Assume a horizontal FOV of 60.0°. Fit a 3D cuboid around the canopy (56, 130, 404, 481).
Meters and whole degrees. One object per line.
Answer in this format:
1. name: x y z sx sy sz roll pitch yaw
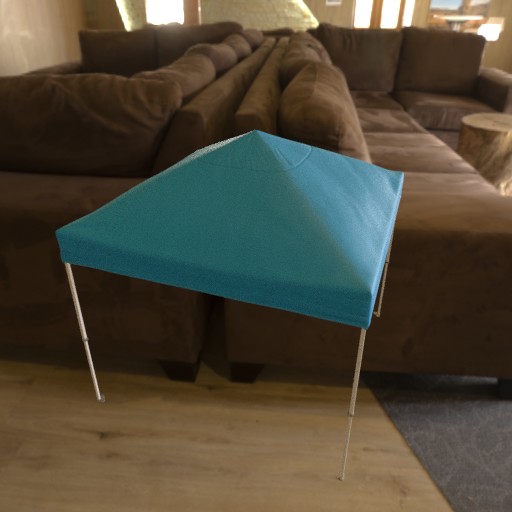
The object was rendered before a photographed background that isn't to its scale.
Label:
1. canopy: 0.000 0.000 5.335 2.998 2.997 2.996 10 31 18
